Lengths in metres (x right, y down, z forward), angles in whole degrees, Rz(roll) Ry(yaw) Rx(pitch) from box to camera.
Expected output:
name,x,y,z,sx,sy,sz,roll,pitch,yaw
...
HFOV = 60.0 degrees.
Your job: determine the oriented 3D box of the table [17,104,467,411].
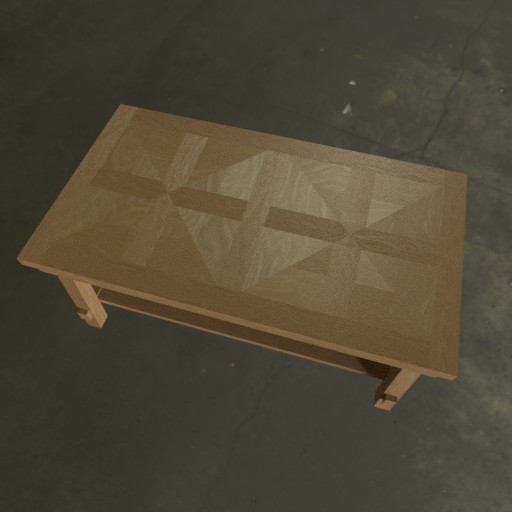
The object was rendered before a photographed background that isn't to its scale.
name,x,y,z,sx,sy,sz,roll,pitch,yaw
table,0.000,0.000,1.613,1.270,0.507,0.711,14,59,8
